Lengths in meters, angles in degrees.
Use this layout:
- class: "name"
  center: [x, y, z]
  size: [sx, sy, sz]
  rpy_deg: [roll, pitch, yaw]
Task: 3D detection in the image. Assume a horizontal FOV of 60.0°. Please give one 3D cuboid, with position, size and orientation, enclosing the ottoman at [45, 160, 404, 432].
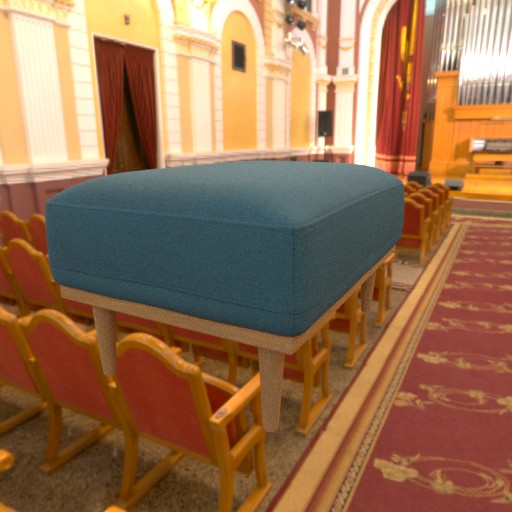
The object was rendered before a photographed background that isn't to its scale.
- class: "ottoman"
  center: [0.000, 0.000, 1.059]
  size: [0.549, 0.428, 0.749]
  rpy_deg: [8, 17, 28]
